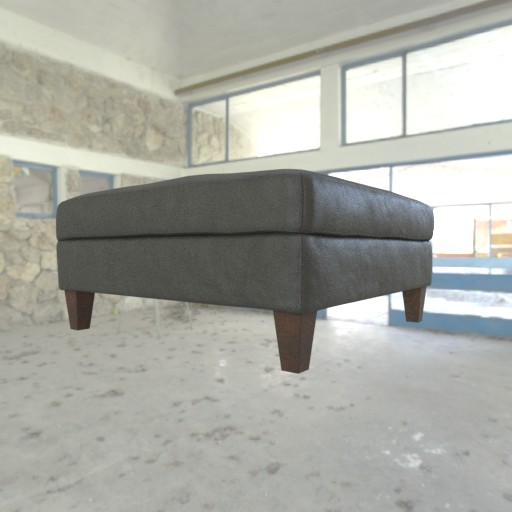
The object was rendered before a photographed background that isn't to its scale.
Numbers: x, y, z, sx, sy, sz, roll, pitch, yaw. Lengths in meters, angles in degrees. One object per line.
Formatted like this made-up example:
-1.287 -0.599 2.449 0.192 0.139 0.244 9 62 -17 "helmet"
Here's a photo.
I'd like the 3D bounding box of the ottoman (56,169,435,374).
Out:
0.000 0.000 1.330 0.844 0.415 0.836 1 1 37 "ottoman"
